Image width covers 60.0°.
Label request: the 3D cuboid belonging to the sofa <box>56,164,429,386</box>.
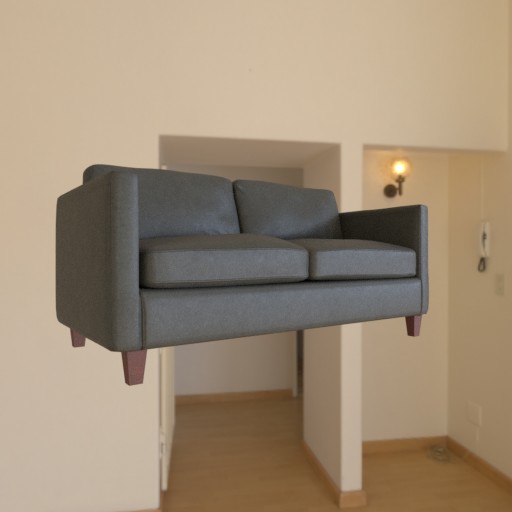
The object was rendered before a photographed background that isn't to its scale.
[{"bbox_3d":[0.000,0.000,2.432,1.883,0.933,0.951,0,0,-35],"label":"sofa"}]
